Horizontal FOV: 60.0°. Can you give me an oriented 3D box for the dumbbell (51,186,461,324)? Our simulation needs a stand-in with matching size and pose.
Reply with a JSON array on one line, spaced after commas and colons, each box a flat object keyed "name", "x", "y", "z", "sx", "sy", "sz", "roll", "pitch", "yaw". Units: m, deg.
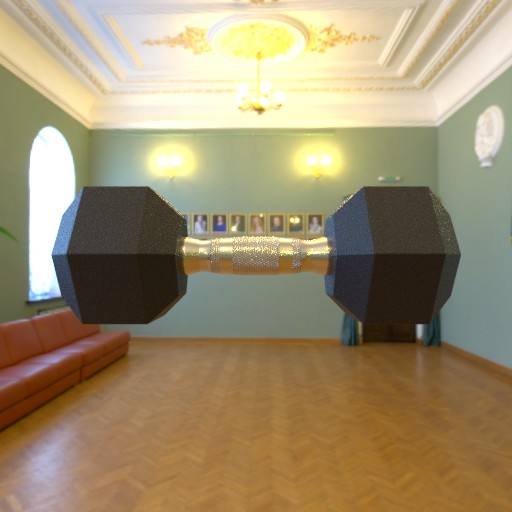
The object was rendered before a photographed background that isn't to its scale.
[{"name": "dumbbell", "x": 0.000, "y": 0.000, "z": 0.428, "sx": 0.356, "sy": 0.123, "sz": 0.141, "roll": 0, "pitch": -1, "yaw": 0}]
